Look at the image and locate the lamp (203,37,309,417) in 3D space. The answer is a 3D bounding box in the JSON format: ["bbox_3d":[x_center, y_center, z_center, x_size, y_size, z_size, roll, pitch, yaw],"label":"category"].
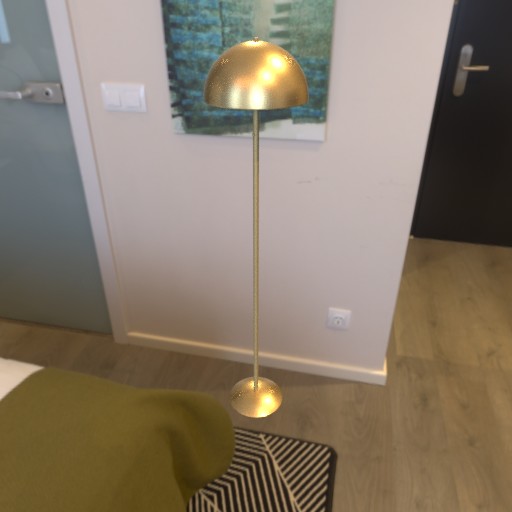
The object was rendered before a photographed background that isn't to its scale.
[{"bbox_3d":[0.000,0.000,1.670,0.328,1.480,0.328,-9,31,-15],"label":"lamp"}]
